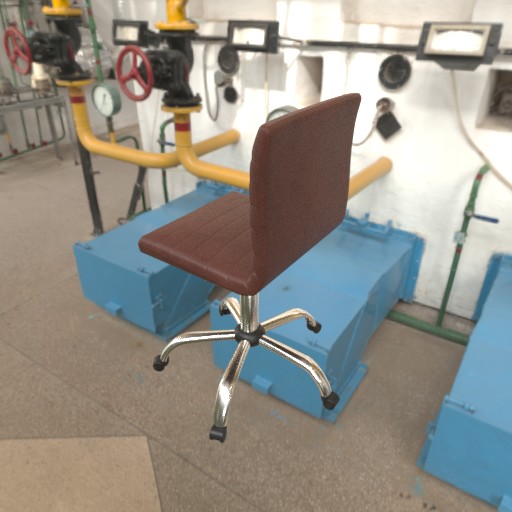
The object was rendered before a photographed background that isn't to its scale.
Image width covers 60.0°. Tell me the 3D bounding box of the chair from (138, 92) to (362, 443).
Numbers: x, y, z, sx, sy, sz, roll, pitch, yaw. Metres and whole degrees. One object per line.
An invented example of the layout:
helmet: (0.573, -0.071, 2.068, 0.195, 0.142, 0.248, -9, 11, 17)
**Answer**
chair: (0.000, 0.000, 1.134, 0.530, 0.780, 0.556, 19, 35, 30)
